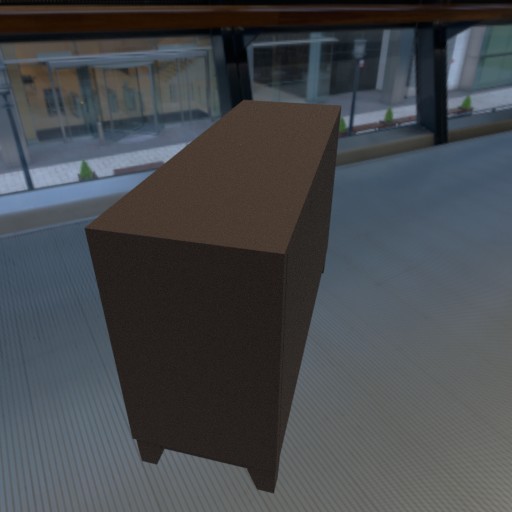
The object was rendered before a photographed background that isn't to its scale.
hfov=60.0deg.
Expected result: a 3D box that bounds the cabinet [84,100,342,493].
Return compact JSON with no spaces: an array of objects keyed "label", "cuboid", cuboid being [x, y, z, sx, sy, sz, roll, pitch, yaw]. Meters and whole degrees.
[{"label":"cabinet","cuboid":[0.000,0.000,1.812,0.482,0.914,1.396,8,32,12]}]
